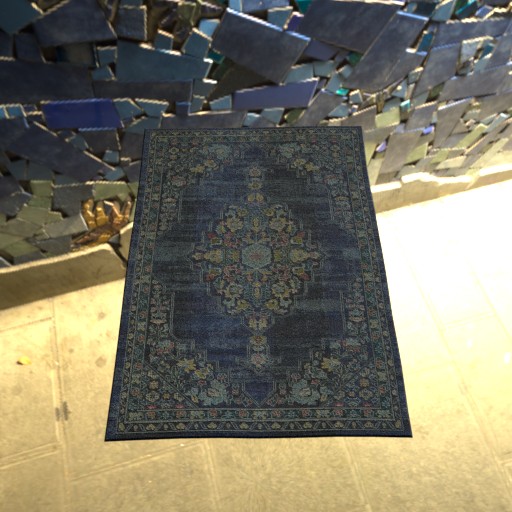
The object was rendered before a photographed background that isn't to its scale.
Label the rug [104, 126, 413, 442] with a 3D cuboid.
[{"bbox_3d":[0.000,0.000,4.692,2.716,0.035,3.612,-1,63,0],"label":"rug"}]
